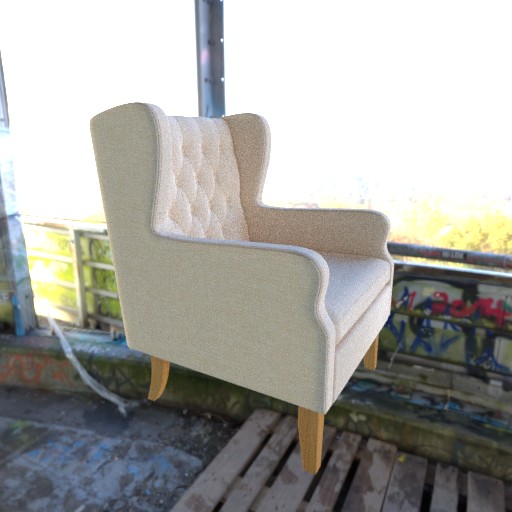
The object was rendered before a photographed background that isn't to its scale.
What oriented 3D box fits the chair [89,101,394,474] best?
[{"bbox_3d":[0.000,0.000,1.452,0.760,0.930,0.710,8,17,27],"label":"chair"}]
